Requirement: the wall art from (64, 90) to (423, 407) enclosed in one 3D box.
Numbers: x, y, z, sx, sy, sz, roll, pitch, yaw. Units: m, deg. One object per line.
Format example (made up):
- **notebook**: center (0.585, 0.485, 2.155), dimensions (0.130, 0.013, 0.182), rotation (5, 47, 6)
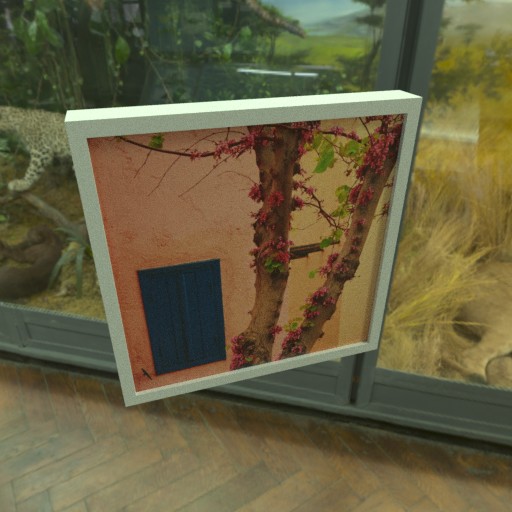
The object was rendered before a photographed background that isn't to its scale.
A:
- **wall art**: center (0.000, 0.000, 0.454), dimensions (0.305, 0.302, 0.038), rotation (-9, 31, -15)
